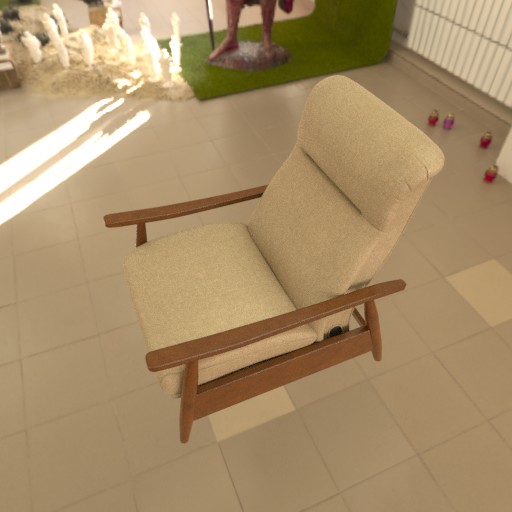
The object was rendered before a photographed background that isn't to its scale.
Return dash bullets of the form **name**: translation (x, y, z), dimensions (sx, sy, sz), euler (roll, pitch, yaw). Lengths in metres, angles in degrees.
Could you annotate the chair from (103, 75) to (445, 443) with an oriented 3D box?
- **chair**: translation (0.000, 0.000, 1.762), dimensions (1.030, 1.082, 0.762), euler (-17, 49, -16)
